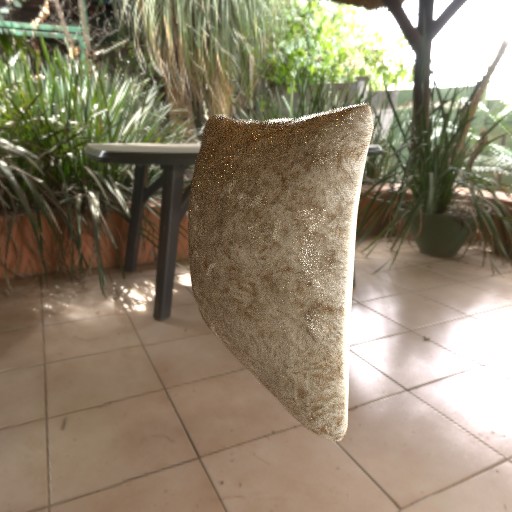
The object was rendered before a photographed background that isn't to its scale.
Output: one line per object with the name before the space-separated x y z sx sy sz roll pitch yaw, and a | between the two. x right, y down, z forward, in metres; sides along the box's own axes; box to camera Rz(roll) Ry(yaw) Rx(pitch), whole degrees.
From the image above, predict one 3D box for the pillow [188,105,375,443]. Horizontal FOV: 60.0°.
pillow | 0.000 0.000 0.827 0.216 0.525 0.538 -8 18 -26
